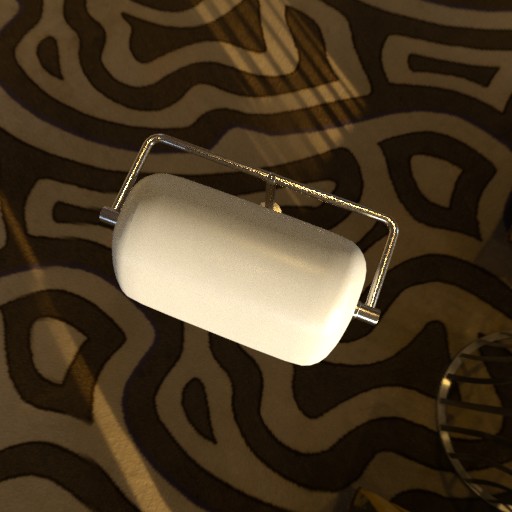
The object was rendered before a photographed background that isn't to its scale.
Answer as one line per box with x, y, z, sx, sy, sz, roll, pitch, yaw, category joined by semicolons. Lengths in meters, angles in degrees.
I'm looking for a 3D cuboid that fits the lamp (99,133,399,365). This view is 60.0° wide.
0.000;0.000;0.563;0.269;0.404;0.227;21;77;5;lamp
